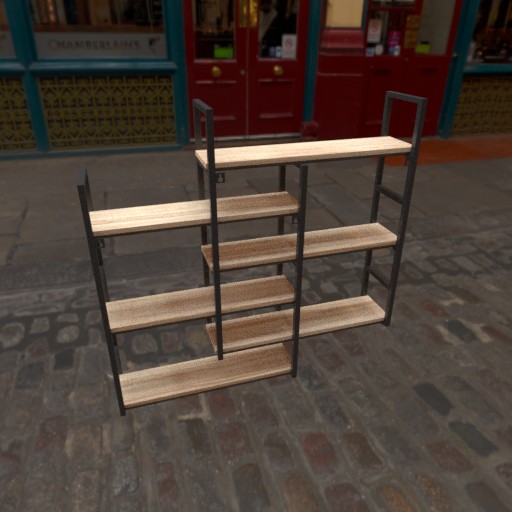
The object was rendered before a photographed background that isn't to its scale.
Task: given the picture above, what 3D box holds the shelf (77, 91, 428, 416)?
[{"bbox_3d":[0.000,0.000,1.386,0.946,0.921,0.183,-8,28,-15],"label":"shelf"}]
